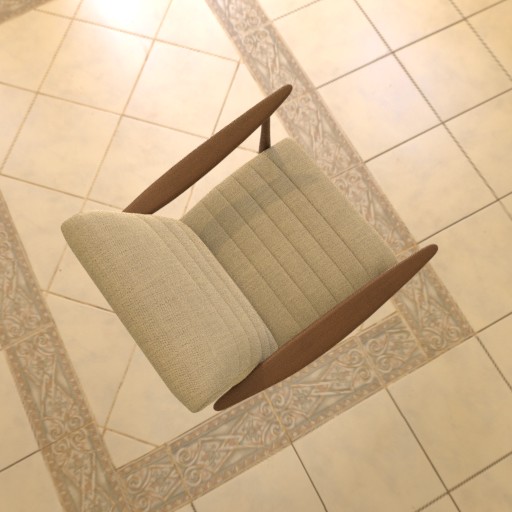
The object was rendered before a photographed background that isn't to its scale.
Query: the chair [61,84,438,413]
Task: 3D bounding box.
[{"bbox_3d":[0.000,0.000,1.450,0.798,0.832,0.741,-37,79,-9],"label":"chair"}]
